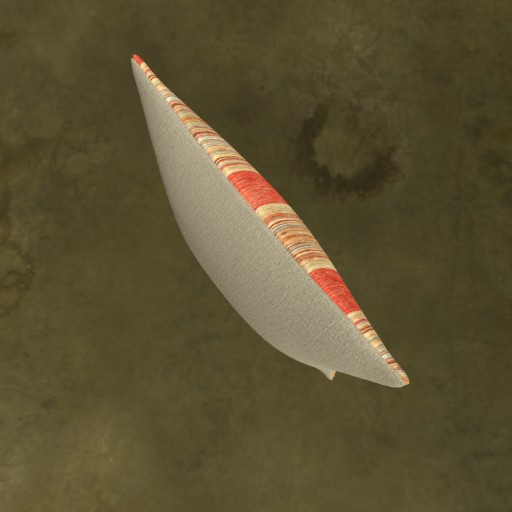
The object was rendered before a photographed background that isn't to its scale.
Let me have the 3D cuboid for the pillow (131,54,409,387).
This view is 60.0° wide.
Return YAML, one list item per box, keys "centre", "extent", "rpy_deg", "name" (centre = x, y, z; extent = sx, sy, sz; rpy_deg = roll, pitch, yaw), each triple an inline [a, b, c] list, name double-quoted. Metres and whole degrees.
- centre: [0.000, 0.000, 0.628]
  extent: [0.136, 0.419, 0.437]
  rpy_deg: [-37, 79, -9]
  name: "pillow"
